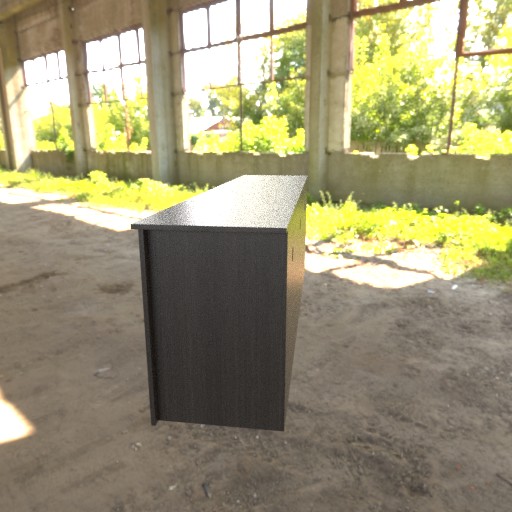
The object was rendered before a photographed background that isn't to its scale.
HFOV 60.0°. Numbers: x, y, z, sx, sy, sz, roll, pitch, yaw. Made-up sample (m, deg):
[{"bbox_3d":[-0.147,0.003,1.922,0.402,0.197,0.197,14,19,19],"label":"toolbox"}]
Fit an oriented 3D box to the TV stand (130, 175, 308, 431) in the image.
[{"bbox_3d":[0.000,0.000,2.051,0.406,0.610,1.778,2,15,8],"label":"TV stand"}]
